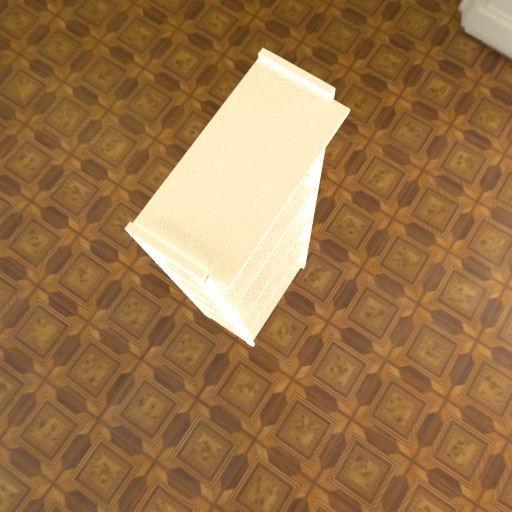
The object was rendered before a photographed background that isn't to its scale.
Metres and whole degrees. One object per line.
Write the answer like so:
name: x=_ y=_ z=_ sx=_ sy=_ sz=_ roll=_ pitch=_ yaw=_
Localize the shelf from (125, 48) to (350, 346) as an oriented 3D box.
shelf: x=0.000 y=0.000 z=2.098 sx=0.381 sy=1.892 sz=0.660 roll=32 pitch=78 yaw=8
